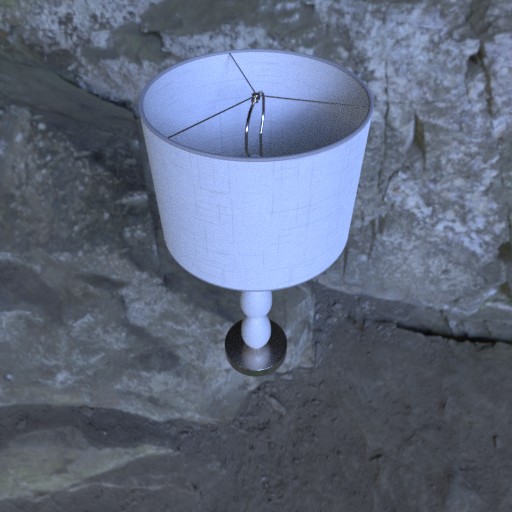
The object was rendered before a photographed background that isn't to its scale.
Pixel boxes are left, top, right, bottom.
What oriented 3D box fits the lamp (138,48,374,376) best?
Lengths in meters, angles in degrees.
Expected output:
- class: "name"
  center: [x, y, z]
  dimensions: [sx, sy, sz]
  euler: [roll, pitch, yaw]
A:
- class: "lamp"
  center: [0.000, 0.000, 0.733]
  dimensions: [0.280, 0.559, 0.282]
  euler: [10, 47, 9]
